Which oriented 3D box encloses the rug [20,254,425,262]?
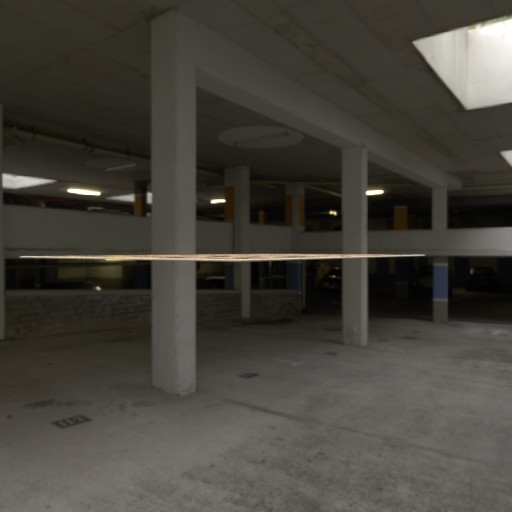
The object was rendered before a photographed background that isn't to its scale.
[{"bbox_3d":[0.000,0.000,2.856,1.522,0.008,2.284,0,1,36],"label":"rug"}]
